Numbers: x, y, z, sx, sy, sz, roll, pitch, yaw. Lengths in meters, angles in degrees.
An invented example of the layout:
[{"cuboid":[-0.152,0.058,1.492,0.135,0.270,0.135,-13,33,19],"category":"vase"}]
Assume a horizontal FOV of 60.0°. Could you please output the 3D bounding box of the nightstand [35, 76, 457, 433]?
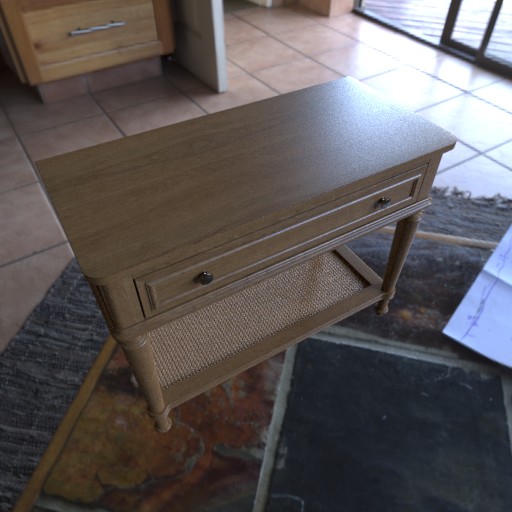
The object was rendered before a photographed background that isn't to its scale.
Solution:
[{"cuboid":[0.000,0.000,1.288,0.914,0.700,0.432,-23,49,-21],"category":"nightstand"}]
